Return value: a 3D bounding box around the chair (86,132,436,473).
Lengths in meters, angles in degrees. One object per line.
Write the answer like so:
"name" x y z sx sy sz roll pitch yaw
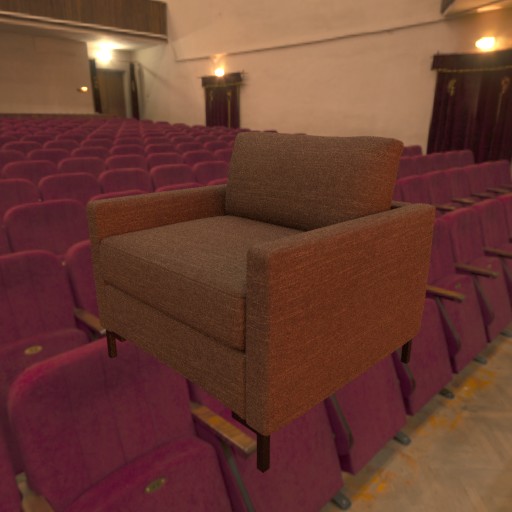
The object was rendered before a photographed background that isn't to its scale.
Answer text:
"chair" 0.000 0.000 1.588 0.845 0.841 0.940 -16 23 -42
